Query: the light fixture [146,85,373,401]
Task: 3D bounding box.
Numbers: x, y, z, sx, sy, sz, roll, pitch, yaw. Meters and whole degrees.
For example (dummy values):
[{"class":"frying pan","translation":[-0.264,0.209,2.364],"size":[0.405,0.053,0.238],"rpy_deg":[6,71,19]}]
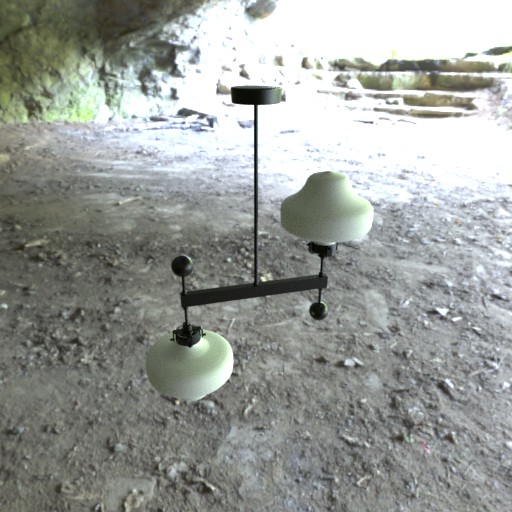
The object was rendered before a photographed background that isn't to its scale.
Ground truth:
[{"class":"light fixture","translation":[0.000,0.000,1.040],"size":[0.422,0.743,0.489],"rpy_deg":[18,30,33]}]
